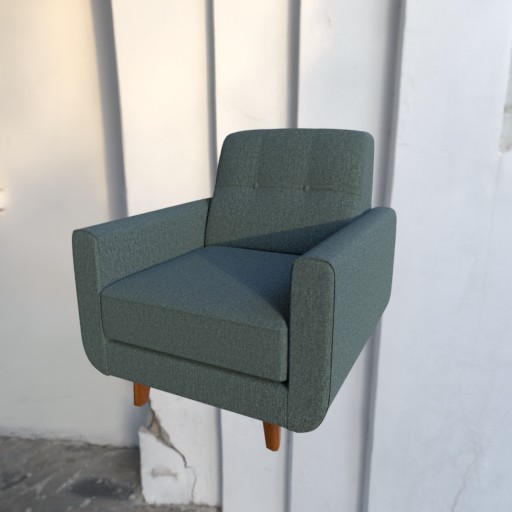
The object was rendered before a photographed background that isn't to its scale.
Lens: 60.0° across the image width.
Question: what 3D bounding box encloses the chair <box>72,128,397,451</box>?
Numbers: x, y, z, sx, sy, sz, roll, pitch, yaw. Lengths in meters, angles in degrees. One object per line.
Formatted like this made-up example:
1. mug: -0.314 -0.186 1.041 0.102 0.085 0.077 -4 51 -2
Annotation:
1. chair: 0.000 0.000 1.671 0.880 0.940 0.964 7 16 25
